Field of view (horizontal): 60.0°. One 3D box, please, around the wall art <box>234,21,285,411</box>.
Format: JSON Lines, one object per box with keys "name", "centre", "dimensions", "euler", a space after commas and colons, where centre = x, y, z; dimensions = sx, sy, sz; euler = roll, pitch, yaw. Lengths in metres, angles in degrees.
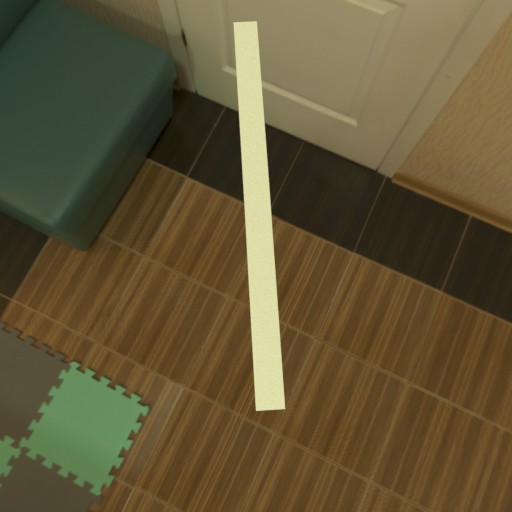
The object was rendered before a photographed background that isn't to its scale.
{"name": "wall art", "centre": [0.000, 0.000, 0.745], "dimensions": [0.030, 0.549, 0.443], "euler": [-3, 76, -1]}
